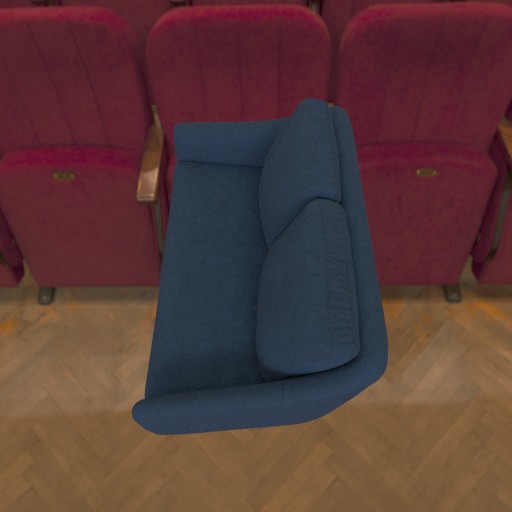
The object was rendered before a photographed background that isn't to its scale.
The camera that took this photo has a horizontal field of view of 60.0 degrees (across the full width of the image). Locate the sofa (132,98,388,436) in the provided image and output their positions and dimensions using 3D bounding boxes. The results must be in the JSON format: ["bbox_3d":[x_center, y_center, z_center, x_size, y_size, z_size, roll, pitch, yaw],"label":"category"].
[{"bbox_3d":[0.000,0.000,2.190,0.960,0.902,1.619,0,58,0],"label":"sofa"}]
